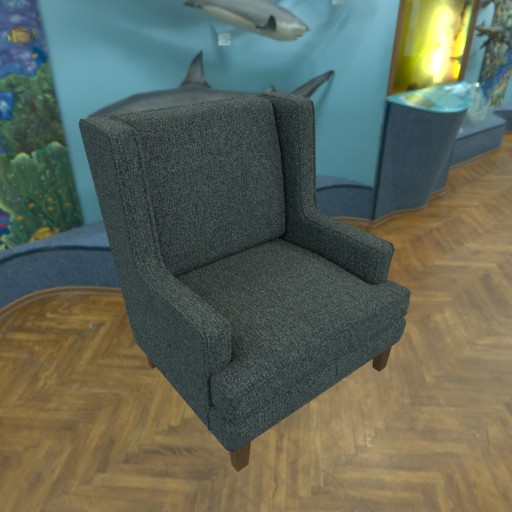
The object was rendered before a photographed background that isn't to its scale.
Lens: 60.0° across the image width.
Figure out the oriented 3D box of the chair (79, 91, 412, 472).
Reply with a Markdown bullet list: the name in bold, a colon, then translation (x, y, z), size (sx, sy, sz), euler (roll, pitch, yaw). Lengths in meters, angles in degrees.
- **chair**: translation (0.000, 0.000, 1.808), size (0.942, 1.082, 0.927), euler (-21, 36, -33)
